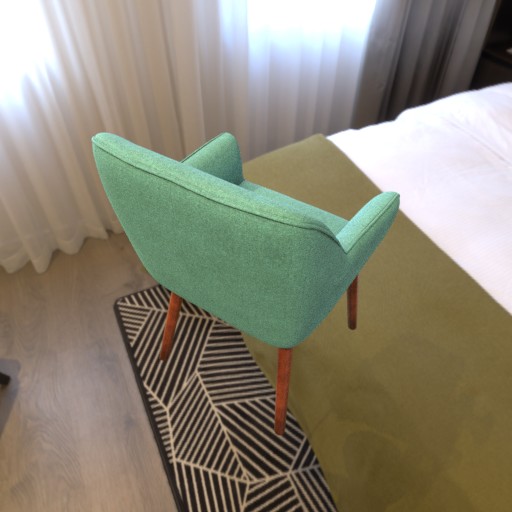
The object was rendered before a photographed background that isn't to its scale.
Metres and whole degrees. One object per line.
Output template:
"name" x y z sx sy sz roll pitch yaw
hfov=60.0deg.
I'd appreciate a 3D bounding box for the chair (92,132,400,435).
"chair" 0.000 0.000 1.155 0.543 0.803 0.519 25 51 23
